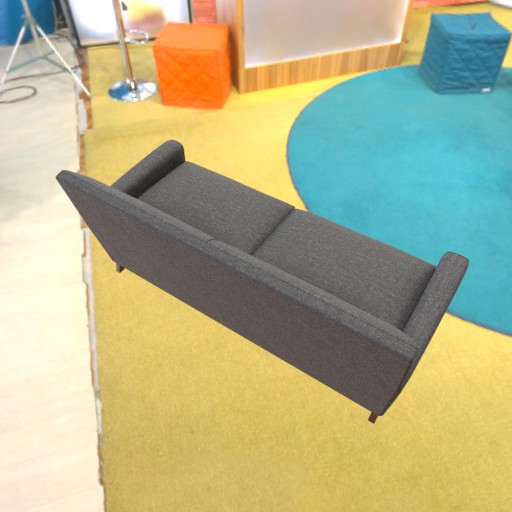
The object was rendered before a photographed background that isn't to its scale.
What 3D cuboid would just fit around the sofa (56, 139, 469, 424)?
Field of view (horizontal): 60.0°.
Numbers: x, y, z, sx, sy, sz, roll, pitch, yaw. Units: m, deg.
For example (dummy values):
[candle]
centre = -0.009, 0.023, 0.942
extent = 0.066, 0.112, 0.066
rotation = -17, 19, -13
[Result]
[sofa]
centre = 0.000, 0.000, 2.443
extent = 1.976, 0.846, 0.875
rotation = 26, 51, 23
